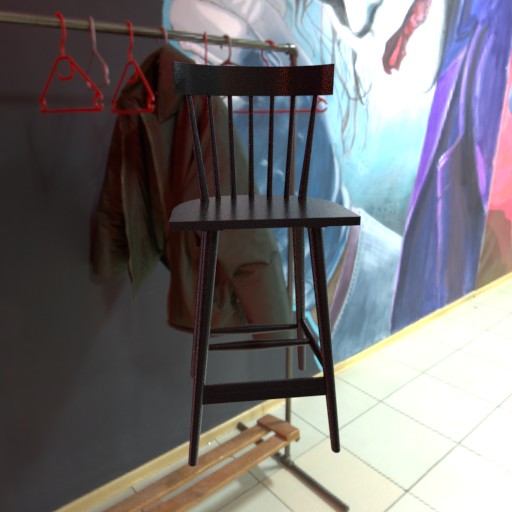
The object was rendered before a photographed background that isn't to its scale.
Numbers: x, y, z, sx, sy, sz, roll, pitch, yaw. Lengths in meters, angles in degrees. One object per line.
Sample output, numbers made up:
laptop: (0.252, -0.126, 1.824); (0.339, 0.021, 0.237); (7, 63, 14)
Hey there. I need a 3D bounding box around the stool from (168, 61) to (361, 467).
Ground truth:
stool: (0.000, 0.000, 1.353); (0.482, 1.092, 0.483); (-2, 17, -7)
